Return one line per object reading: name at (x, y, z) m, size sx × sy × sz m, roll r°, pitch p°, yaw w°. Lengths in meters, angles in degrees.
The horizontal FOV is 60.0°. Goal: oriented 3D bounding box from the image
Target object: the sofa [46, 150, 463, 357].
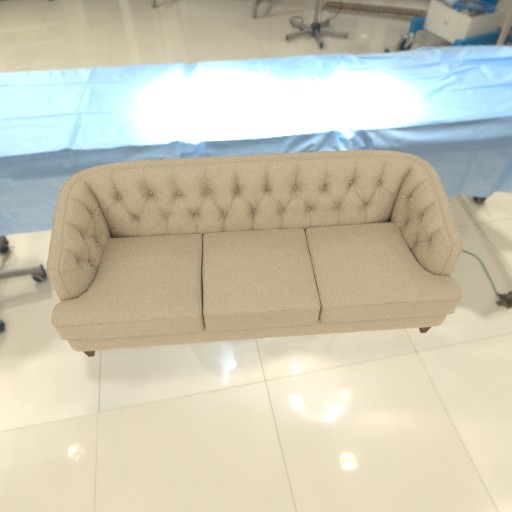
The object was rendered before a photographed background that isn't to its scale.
sofa at (0.000, 0.000, 2.733) m, size 2.278 × 0.855 × 0.941 m, roll -3°, pitch 48°, yaw -3°
